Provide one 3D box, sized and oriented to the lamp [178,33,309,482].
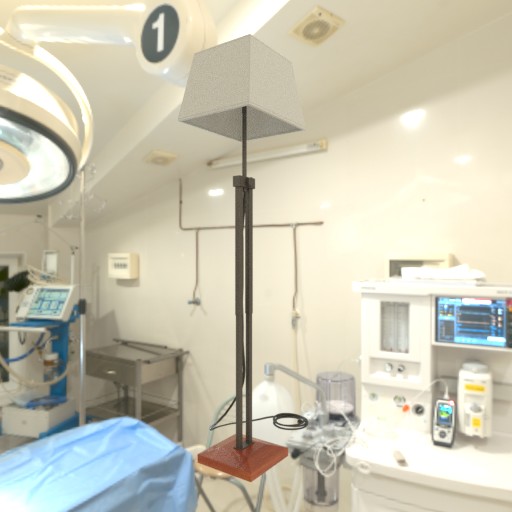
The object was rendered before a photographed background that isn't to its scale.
[{"bbox_3d":[0.000,0.000,2.031,0.472,1.712,0.745,0,0,36],"label":"lamp"}]
